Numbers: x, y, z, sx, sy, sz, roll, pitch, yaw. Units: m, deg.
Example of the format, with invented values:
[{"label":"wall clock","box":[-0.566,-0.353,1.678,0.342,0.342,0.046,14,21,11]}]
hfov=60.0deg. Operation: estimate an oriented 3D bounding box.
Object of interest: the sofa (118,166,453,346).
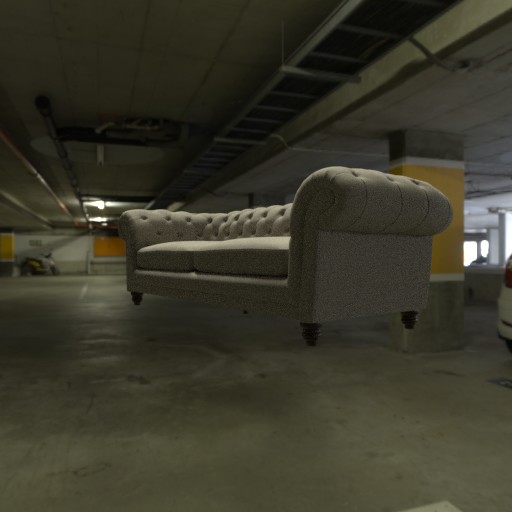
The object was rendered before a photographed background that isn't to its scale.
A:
[{"label":"sofa","box":[0.000,0.000,2.867,0.991,0.749,2.411,0,0,-37]}]
